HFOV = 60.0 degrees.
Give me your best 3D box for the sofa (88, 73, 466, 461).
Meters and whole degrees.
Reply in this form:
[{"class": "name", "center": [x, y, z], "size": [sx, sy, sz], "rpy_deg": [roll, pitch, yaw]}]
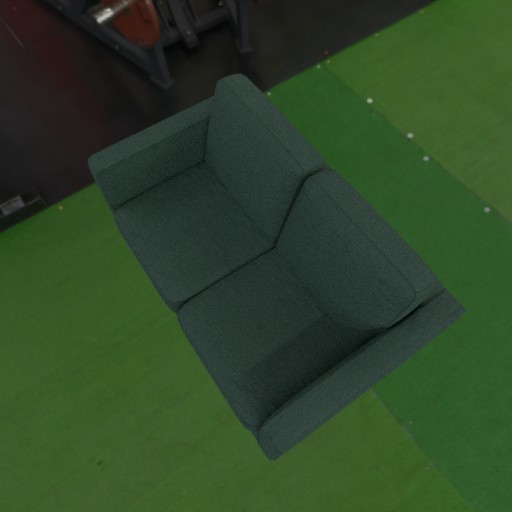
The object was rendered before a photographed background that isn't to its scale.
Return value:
[{"class": "sofa", "center": [0.000, 0.000, 1.960], "size": [0.879, 0.899, 1.430], "rpy_deg": [-31, 67, -15]}]
